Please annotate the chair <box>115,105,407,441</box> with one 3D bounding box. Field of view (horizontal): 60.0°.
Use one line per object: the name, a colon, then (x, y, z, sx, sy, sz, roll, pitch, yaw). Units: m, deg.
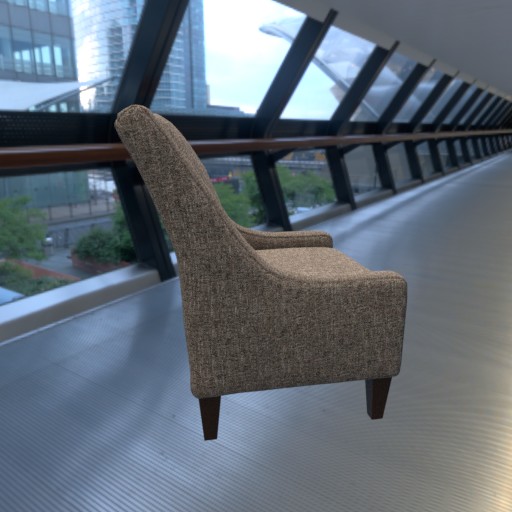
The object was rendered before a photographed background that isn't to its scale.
chair: (0.000, 0.000, 1.658, 0.870, 1.014, 0.774, -3, 15, -11)
